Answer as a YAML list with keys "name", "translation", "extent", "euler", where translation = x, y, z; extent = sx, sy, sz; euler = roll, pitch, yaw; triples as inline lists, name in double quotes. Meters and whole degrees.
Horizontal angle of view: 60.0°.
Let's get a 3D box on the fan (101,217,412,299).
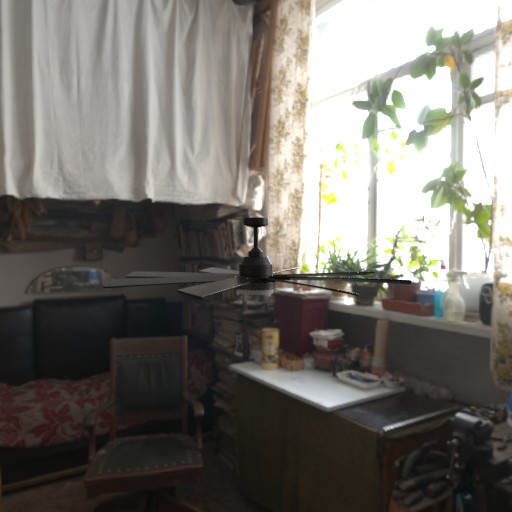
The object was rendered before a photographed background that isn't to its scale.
- name: "fan"
  translation: [0.000, 0.000, 2.759]
  extent: [1.830, 0.472, 1.830]
  euler: [1, 2, 18]
